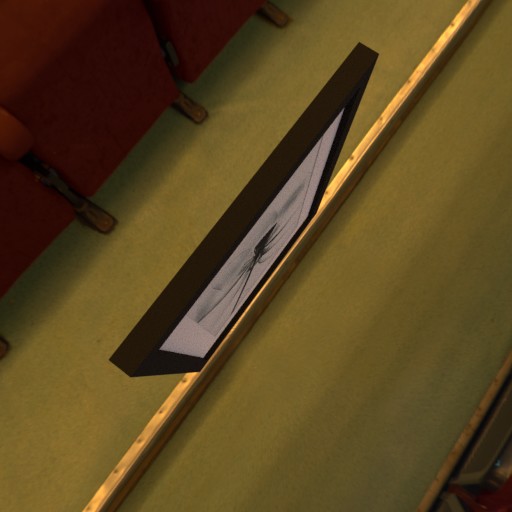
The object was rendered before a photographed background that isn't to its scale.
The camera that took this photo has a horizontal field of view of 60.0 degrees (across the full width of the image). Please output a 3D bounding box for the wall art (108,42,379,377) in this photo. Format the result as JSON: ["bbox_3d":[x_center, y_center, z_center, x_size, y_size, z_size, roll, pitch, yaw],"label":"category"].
[{"bbox_3d":[0.000,0.000,0.752,0.029,0.559,0.457,35,78,8],"label":"wall art"}]
